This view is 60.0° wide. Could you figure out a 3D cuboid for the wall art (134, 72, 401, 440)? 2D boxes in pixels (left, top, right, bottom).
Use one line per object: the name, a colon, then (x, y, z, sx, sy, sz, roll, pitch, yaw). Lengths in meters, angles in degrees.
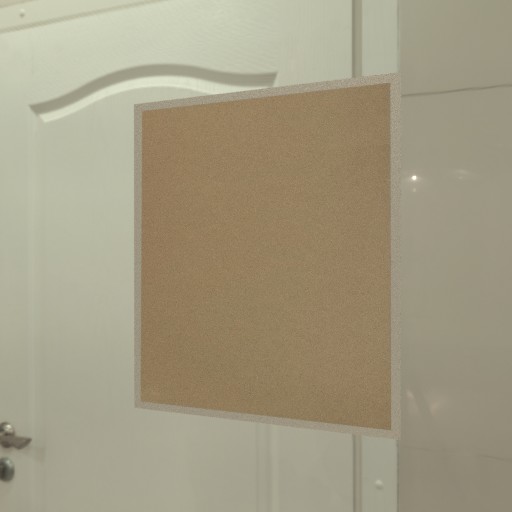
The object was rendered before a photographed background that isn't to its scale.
wall art: (0.000, 0.000, 0.614, 0.382, 0.456, 0.013, 0, 0, 18)
